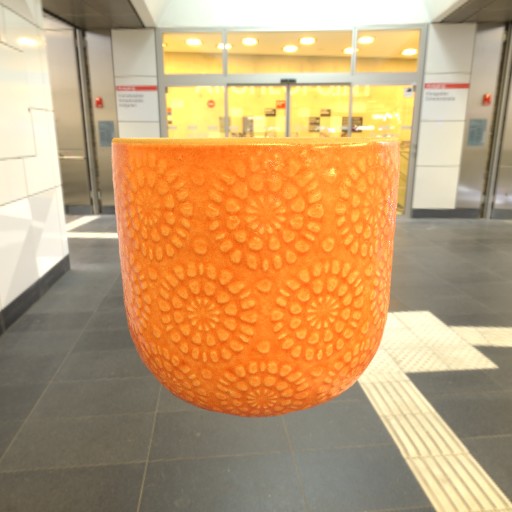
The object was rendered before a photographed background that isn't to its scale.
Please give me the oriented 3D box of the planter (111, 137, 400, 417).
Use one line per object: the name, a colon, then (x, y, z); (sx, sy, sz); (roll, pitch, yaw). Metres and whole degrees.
planter: (0.000, 0.000, 0.280); (0.170, 0.152, 0.170); (0, 15, 0)
